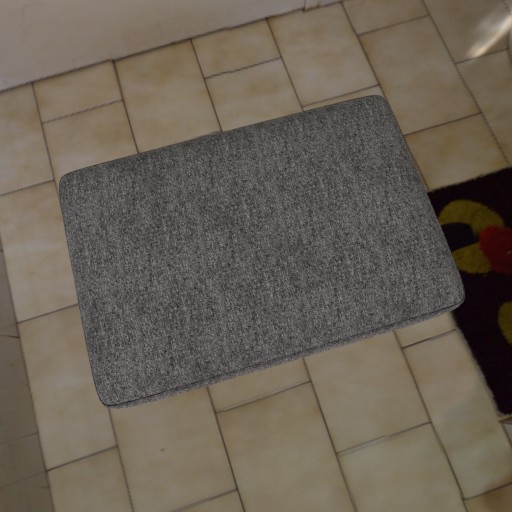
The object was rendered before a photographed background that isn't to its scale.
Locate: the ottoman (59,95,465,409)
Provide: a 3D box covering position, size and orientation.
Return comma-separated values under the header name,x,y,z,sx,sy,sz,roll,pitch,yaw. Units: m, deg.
name,x,y,z,sx,sy,sz,roll,pitch,yaw
ottoman,0.000,0.000,1.199,0.864,0.483,0.584,-15,76,-4
